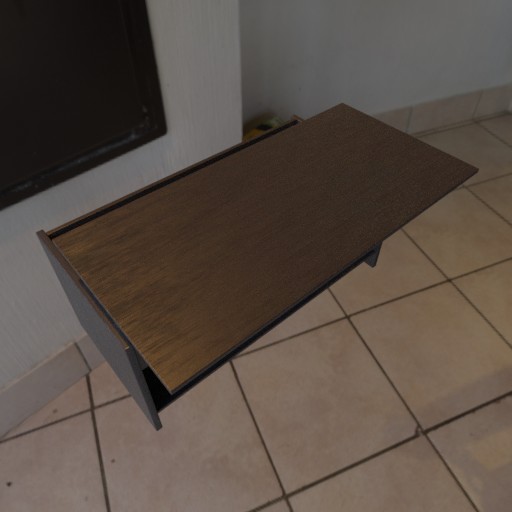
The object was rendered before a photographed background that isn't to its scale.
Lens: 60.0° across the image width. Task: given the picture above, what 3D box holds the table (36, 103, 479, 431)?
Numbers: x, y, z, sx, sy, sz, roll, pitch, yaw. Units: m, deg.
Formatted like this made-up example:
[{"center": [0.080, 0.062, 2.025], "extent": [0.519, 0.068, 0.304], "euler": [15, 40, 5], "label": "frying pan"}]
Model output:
[{"center": [0.000, 0.000, 1.377], "extent": [1.000, 0.570, 0.712], "euler": [-32, 54, -27], "label": "table"}]
